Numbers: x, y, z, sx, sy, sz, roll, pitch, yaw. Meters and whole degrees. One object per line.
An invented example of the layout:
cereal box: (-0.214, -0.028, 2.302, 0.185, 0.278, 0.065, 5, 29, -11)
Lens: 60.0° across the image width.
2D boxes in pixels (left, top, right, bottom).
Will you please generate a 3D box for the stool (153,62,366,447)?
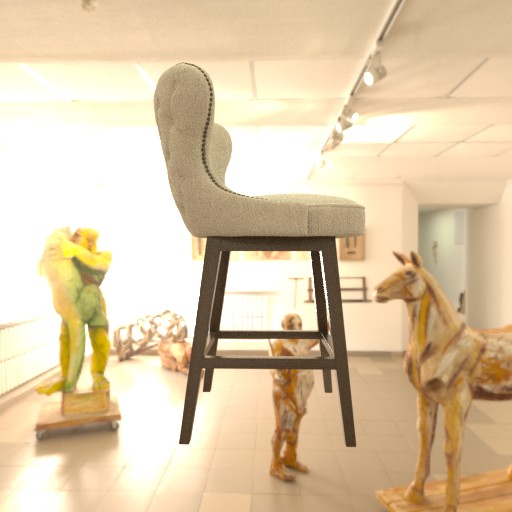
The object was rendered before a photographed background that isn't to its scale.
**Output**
stool: (0.000, 0.000, 1.360, 0.597, 0.972, 0.615, 0, 1, 2)
